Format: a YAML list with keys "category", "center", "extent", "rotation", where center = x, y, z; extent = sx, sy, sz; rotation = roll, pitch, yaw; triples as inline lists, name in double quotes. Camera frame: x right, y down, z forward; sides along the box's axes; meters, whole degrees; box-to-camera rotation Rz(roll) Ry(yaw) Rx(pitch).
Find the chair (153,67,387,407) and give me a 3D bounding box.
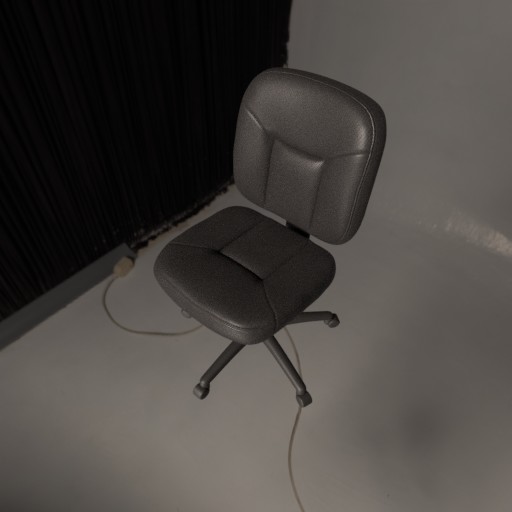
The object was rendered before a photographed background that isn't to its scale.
- category: "chair"
  center: [0.000, 0.000, 1.407]
  extent: [0.647, 0.959, 0.646]
  rotation: [32, 54, 27]
